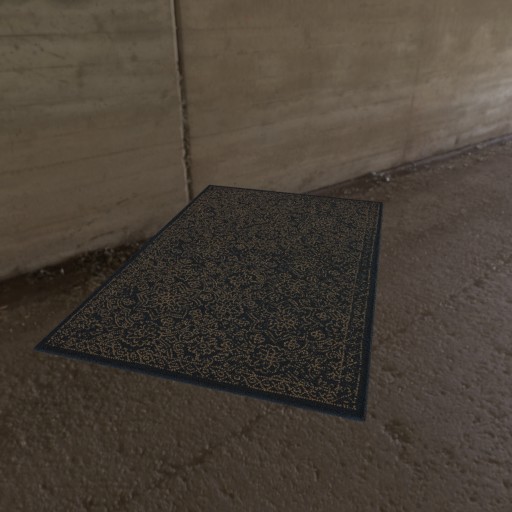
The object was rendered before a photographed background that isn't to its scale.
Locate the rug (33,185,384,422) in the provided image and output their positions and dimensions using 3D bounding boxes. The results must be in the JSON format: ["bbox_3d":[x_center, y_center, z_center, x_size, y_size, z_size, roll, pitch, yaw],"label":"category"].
[{"bbox_3d":[0.000,0.000,2.276,1.219,0.010,1.829,8,30,14],"label":"rug"}]
